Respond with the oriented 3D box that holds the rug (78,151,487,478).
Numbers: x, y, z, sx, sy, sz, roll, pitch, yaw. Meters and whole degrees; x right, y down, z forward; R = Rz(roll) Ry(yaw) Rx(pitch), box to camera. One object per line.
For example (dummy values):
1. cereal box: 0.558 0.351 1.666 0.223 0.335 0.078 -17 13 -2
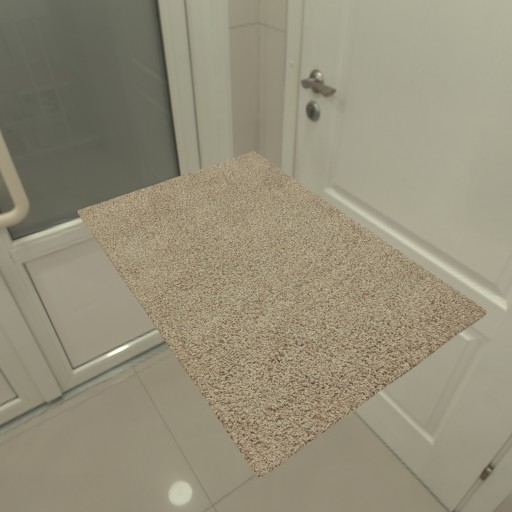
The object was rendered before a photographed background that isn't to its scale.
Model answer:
1. rug: 0.000 0.000 2.214 1.219 0.030 1.778 -25 47 -26
